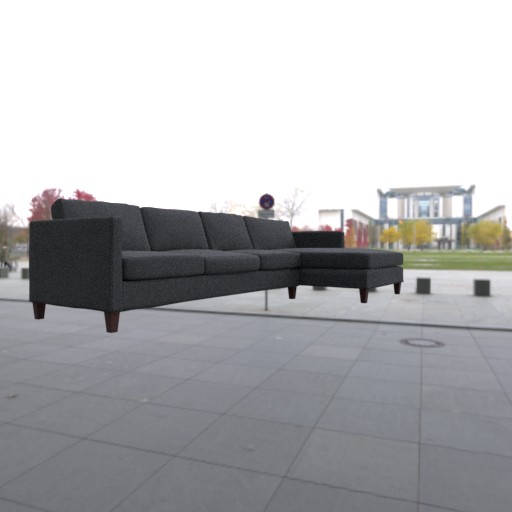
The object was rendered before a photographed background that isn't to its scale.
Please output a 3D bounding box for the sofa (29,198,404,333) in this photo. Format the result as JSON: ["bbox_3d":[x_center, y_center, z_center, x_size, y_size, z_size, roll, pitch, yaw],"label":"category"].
[{"bbox_3d":[0.000,0.000,3.894,1.625,0.846,3.186,1,2,36],"label":"sofa"}]
